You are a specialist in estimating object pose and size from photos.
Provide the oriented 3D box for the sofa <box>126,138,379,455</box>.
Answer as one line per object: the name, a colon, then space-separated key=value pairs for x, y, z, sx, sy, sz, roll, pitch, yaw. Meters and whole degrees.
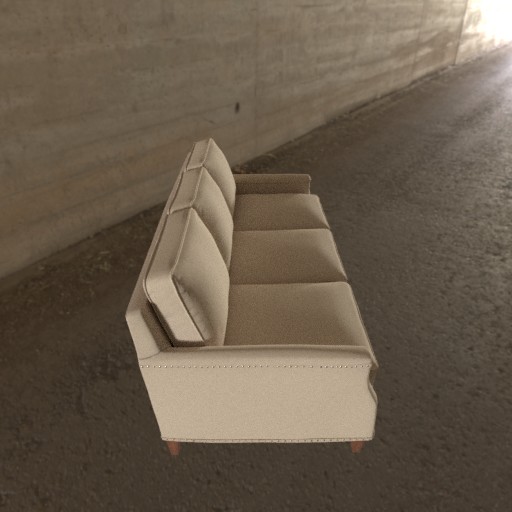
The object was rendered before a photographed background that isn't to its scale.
sofa: x=0.000 y=0.000 z=2.842 sx=1.084 sy=1.003 sz=2.246 roll=0 pitch=30 yaw=-1
